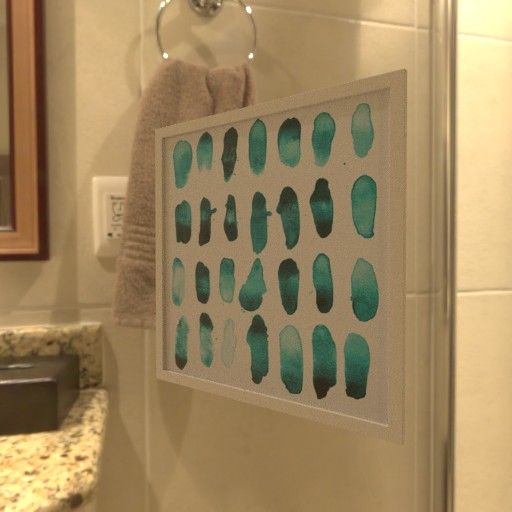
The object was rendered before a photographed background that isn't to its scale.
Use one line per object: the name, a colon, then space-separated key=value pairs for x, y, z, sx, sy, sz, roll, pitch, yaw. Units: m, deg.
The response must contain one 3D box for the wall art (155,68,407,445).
wall art: x=0.000 y=0.000 z=0.679 sx=0.456 sy=0.457 sz=0.009 roll=1 pitch=1 yaw=37
